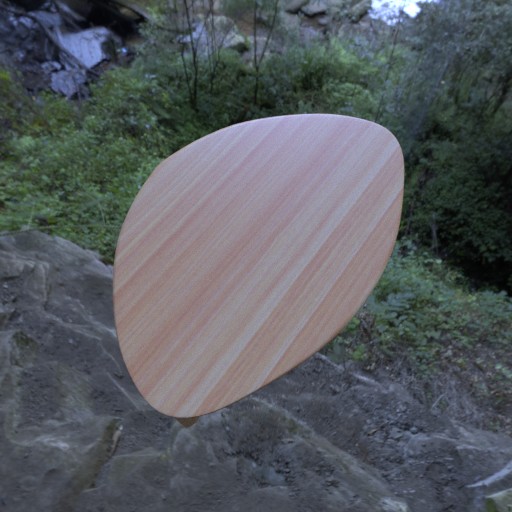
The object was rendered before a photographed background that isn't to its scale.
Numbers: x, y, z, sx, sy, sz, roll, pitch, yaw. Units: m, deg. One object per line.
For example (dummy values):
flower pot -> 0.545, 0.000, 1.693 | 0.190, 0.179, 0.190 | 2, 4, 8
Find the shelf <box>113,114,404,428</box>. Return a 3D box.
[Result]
shelf -> 0.000, 0.000, 1.636 | 0.845, 0.440, 1.246 | 33, 67, 16
